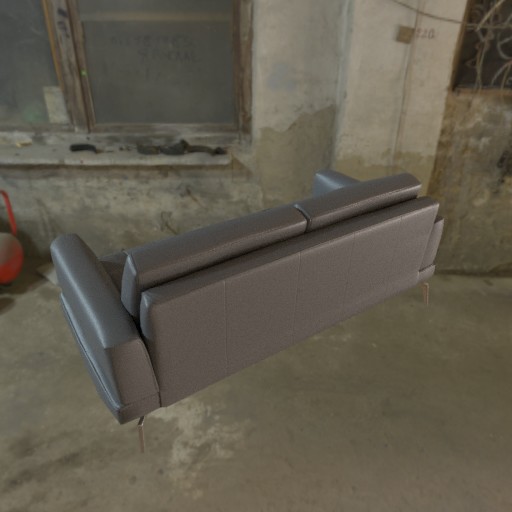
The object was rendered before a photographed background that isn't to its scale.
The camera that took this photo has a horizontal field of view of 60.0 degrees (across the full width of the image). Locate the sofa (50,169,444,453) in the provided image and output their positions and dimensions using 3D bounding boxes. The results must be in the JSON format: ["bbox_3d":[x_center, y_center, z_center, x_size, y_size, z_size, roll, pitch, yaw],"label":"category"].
[{"bbox_3d":[0.000,0.000,2.674,2.177,0.930,1.121,-19,36,-29],"label":"sofa"}]
